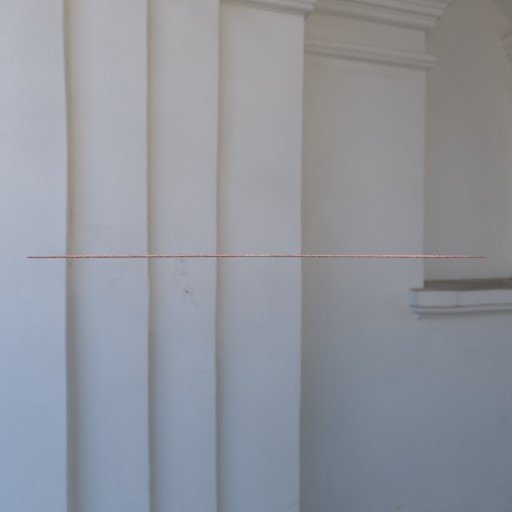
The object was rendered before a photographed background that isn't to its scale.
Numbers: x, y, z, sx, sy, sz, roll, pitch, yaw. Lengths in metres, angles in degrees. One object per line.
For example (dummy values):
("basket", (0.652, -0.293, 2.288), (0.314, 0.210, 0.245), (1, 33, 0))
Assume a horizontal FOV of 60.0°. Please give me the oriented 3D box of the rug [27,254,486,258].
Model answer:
("rug", (0.000, 0.000, 2.607), (2.353, 0.013, 0.718), (0, 1, 0))
